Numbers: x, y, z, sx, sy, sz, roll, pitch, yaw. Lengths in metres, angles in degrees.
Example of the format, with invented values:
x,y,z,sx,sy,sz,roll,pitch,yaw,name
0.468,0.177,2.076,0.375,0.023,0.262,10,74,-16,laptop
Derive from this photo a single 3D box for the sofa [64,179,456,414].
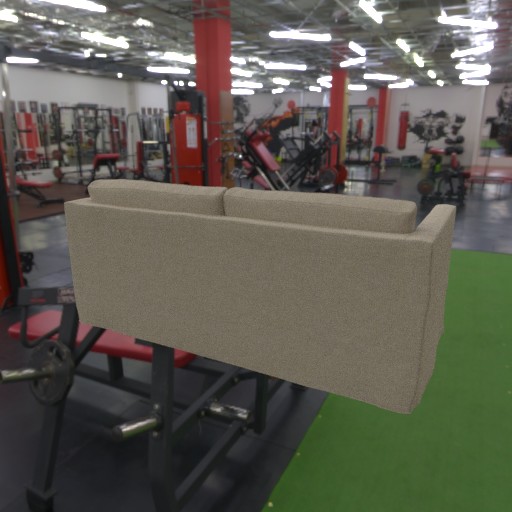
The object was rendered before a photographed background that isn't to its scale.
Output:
x,y,z,sx,sy,sz,roll,pitch,yaw,name
0.000,0.000,2.500,1.987,0.847,0.956,8,18,27,sofa
